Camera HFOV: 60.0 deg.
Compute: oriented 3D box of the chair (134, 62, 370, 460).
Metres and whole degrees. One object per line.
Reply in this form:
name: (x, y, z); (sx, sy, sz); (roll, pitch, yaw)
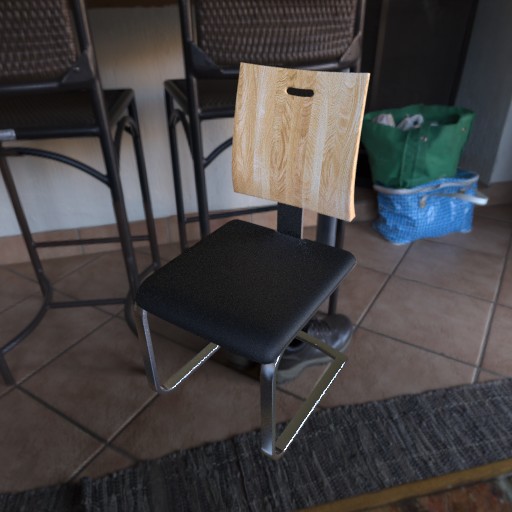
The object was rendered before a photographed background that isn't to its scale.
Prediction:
chair: (0.000, 0.000, 1.241); (0.462, 0.936, 0.560); (18, 35, 28)
